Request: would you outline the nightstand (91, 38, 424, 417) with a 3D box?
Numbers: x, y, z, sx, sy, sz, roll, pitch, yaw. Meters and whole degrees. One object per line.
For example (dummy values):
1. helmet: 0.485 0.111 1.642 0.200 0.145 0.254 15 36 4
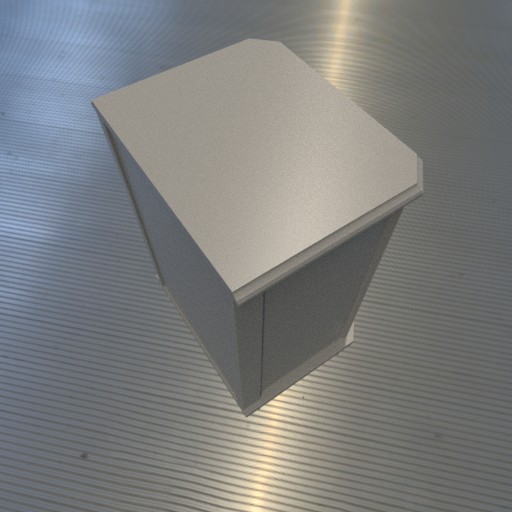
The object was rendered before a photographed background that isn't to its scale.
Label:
1. nightstand: 0.000 0.000 0.943 0.348 0.680 0.435 -30 62 -18
